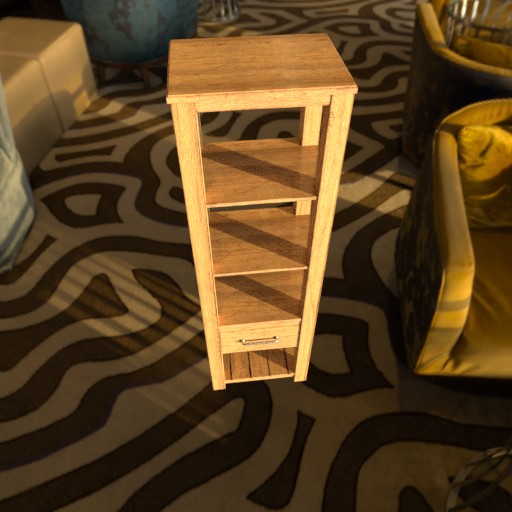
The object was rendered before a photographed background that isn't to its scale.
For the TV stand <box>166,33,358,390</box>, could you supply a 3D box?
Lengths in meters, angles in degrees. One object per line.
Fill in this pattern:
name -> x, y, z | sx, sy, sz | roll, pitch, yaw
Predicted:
TV stand -> 0.000, 0.000, 2.095 | 0.565, 1.828, 0.435 | -5, 47, -4
